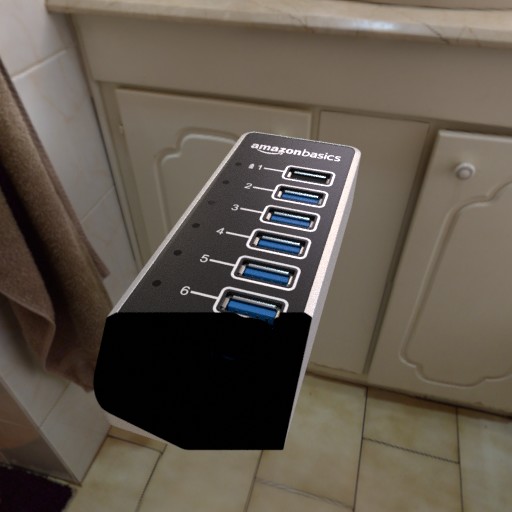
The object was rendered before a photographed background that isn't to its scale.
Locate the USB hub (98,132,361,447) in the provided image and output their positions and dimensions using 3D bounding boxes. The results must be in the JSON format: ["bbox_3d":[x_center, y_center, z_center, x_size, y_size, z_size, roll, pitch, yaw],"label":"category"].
[{"bbox_3d":[0.000,0.000,0.131,0.044,0.023,0.110,12,44,13],"label":"USB hub"}]
